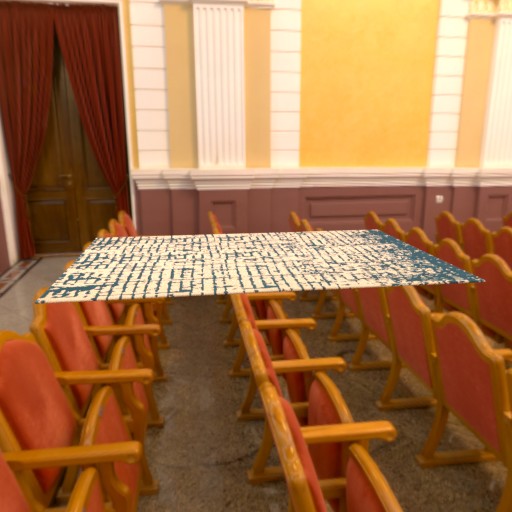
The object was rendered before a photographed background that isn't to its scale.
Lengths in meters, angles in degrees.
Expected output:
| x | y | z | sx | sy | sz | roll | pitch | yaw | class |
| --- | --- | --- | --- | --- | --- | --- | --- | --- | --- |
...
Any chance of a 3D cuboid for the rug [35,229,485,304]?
| x | y | z | sx | sy | sz | roll | pitch | yaw | class |
| --- | --- | --- | --- | --- | --- | --- | --- | --- | --- |
| 0.000 | 0.000 | 3.088 | 2.435 | 0.011 | 1.517 | -2 | 15 | -8 | rug |
